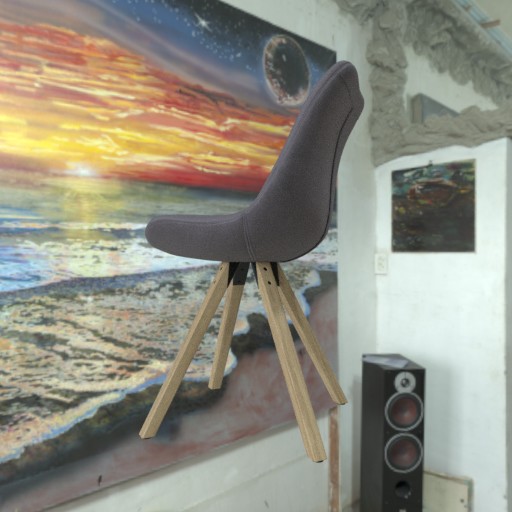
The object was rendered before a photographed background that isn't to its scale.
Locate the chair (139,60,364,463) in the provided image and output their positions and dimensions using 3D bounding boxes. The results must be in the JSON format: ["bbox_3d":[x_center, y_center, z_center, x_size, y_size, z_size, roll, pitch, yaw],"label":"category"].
[{"bbox_3d":[0.000,0.000,1.181,0.547,0.865,0.483,0,0,18],"label":"chair"}]
